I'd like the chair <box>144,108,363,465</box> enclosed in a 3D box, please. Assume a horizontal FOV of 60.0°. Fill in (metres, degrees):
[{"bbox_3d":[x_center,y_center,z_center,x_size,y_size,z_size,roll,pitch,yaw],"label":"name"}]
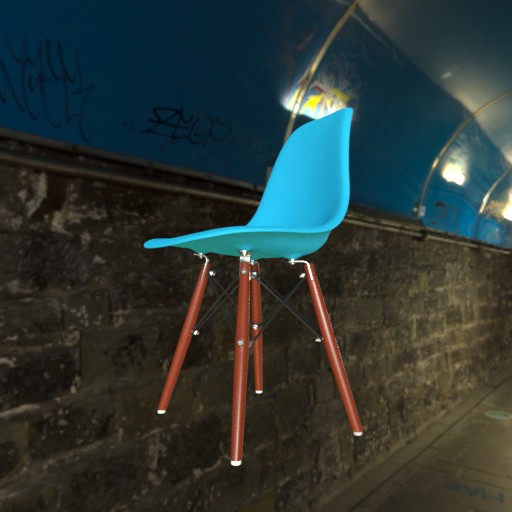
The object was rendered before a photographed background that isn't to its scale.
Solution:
[{"bbox_3d":[0.000,0.000,1.131,0.533,0.826,0.470,1,-2,-34],"label":"chair"}]
